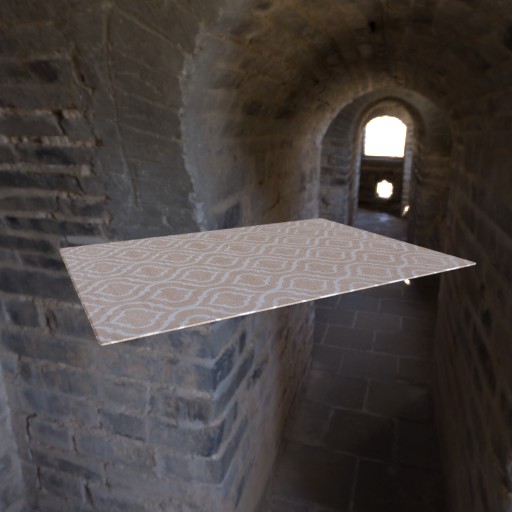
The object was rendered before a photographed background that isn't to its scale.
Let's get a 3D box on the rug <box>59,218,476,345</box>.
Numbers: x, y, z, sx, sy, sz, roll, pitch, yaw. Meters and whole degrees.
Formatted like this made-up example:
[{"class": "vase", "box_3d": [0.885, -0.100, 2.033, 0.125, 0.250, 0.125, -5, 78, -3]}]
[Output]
[{"class": "rug", "box_3d": [0.000, 0.000, 2.767, 2.134, 0.010, 1.524, -9, 18, -27]}]
